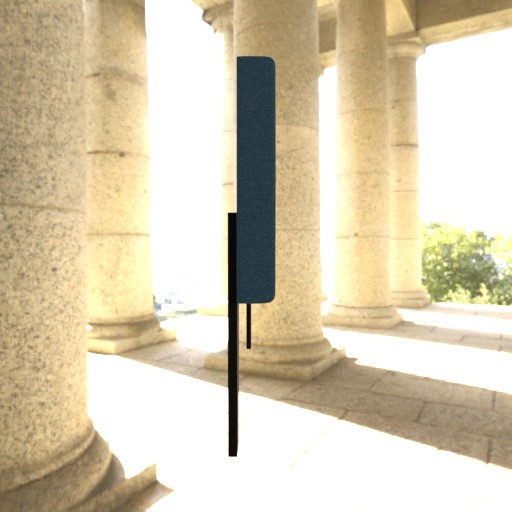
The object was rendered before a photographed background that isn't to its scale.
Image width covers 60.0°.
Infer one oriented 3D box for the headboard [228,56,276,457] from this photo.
[{"bbox_3d":[0.000,0.000,2.681,0.184,1.524,2.051,0,1,1],"label":"headboard"}]
